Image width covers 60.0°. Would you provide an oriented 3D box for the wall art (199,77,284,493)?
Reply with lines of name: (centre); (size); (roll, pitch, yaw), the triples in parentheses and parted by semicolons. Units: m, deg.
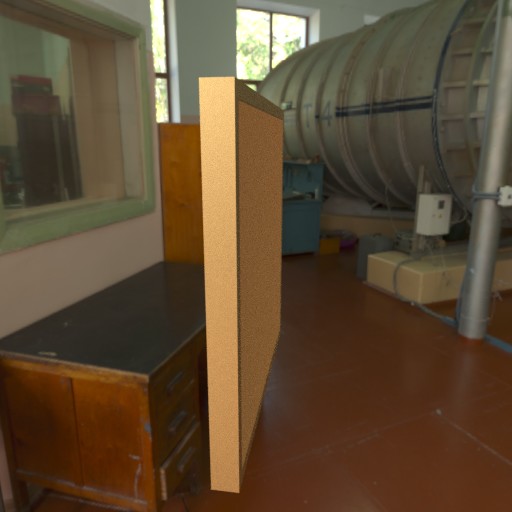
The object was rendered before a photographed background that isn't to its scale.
wall art: (0.000, 0.000, 1.923); (0.095, 1.284, 1.284); (2, 15, 9)
